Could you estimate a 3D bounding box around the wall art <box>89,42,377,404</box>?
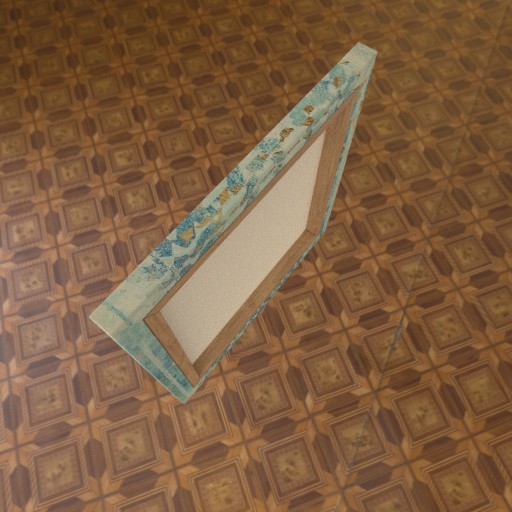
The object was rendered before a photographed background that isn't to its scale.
[{"bbox_3d":[0.000,0.000,0.907,0.040,0.609,0.609,35,69,16],"label":"wall art"}]
